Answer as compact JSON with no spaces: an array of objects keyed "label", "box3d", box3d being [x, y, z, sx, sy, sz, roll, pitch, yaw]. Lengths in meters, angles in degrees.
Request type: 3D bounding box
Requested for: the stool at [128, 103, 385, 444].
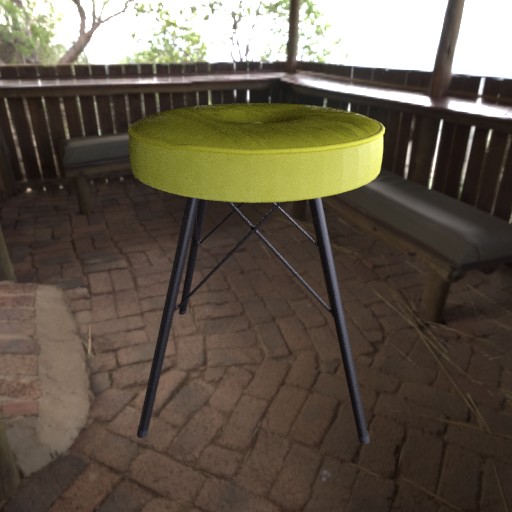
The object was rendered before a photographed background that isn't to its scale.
[{"label":"stool","box3d":[0.000,0.000,0.825,0.409,0.508,0.409,1,26,2]}]
